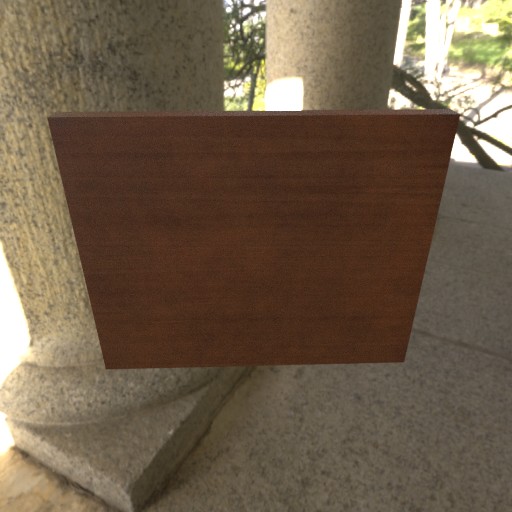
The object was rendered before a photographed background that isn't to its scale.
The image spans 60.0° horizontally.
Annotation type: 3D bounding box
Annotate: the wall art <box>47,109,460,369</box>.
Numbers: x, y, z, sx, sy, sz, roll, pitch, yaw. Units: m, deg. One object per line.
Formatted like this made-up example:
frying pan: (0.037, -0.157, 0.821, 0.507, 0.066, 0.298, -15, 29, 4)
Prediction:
wall art: (0.000, 0.000, 0.727, 0.558, 0.457, 0.033, -1, 30, -2)
